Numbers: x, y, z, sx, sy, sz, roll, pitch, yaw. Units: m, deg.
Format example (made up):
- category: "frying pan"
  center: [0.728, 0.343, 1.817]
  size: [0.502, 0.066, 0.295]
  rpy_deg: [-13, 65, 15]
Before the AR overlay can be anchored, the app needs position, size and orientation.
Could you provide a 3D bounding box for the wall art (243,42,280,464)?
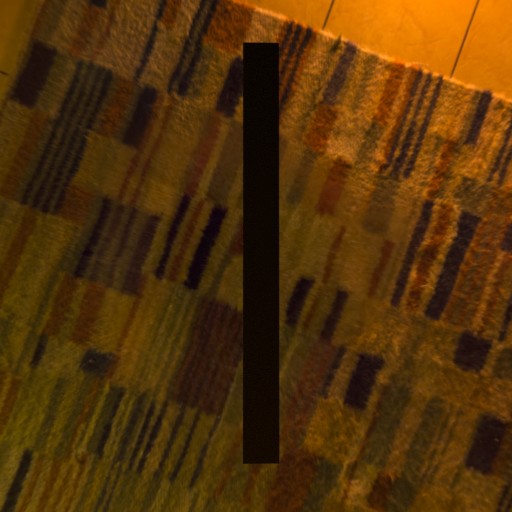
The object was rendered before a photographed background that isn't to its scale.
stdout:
- category: "wall art"
  center: [0.000, 0.000, 0.537]
  size: [0.029, 0.381, 0.330]
  rpy_deg: [0, 89, -1]
